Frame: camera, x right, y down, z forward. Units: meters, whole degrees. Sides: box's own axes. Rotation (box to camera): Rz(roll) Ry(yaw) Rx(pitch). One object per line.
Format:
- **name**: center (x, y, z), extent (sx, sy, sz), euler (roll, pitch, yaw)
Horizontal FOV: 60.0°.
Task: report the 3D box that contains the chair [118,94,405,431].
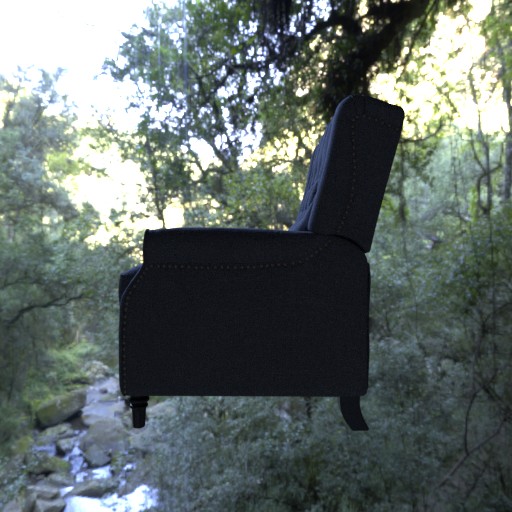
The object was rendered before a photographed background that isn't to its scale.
- **chair**: center (0.000, 0.000, 1.642), extent (0.898, 1.035, 0.742), euler (0, 1, 1)
